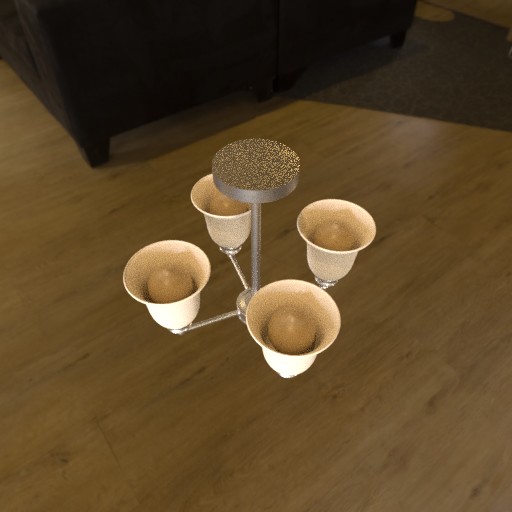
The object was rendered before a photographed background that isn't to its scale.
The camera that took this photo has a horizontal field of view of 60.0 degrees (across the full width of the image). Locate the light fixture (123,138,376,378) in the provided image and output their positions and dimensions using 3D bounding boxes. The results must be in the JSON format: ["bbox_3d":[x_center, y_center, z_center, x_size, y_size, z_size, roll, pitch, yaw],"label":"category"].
[{"bbox_3d":[0.000,0.000,0.737,0.427,0.370,0.427,-16,49,-14],"label":"light fixture"}]
